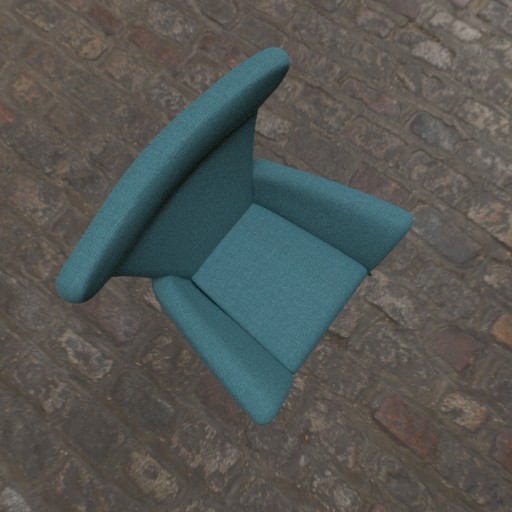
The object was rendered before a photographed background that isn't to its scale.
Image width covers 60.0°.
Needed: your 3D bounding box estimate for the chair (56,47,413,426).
[{"bbox_3d":[0.000,0.000,1.749,0.900,0.980,1.050,37,79,8],"label":"chair"}]
